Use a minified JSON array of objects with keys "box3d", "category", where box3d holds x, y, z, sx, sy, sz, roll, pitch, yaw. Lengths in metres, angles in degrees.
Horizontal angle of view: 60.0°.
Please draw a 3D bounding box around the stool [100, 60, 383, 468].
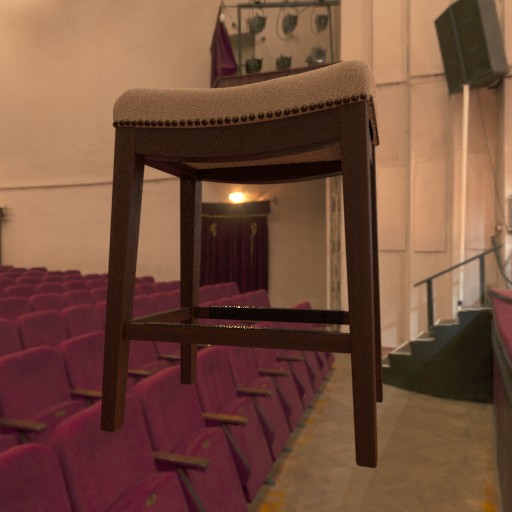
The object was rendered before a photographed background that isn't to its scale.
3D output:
[{"box3d":[0.000,0.000,0.941,0.509,0.669,0.363,0,0,17],"category":"stool"}]
